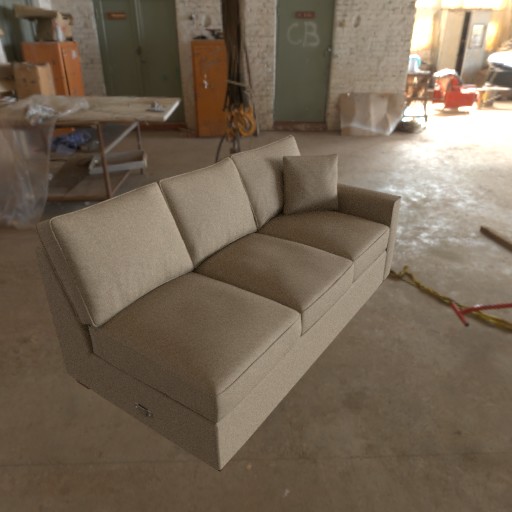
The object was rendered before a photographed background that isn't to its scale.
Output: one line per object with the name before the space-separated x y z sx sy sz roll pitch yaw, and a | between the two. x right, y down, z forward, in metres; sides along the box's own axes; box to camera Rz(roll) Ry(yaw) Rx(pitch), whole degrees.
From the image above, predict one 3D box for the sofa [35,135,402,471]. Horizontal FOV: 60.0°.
sofa | 0.000 0.000 2.499 1.034 0.946 1.963 17 32 30
